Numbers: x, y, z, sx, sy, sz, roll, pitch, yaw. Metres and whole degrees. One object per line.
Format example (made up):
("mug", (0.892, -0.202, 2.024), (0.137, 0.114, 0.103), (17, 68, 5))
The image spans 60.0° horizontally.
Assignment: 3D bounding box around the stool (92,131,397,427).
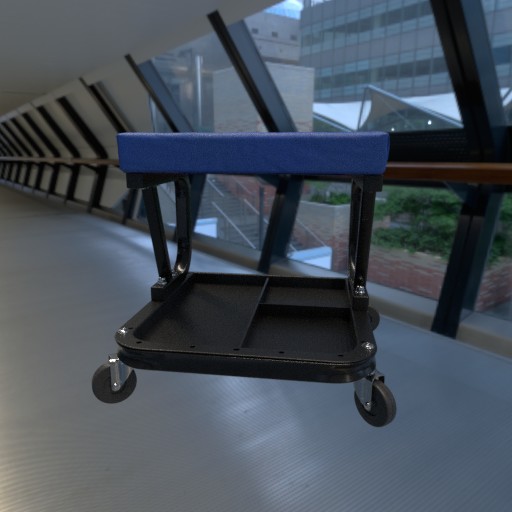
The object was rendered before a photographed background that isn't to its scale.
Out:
("stool", (0.000, 0.000, 0.712), (0.446, 0.380, 0.371), (2, 14, 8))
